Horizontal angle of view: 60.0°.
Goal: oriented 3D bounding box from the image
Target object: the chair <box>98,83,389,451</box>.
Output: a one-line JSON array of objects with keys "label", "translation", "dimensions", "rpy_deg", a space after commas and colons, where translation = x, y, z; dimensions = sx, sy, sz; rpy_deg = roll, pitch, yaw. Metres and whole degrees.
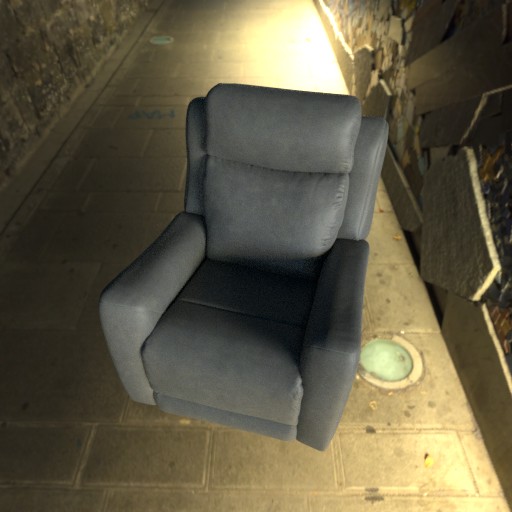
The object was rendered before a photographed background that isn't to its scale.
[{"label": "chair", "translation": [0.000, 0.000, 1.900], "dimensions": [0.965, 1.116, 1.068], "rpy_deg": [11, 43, 12]}]
